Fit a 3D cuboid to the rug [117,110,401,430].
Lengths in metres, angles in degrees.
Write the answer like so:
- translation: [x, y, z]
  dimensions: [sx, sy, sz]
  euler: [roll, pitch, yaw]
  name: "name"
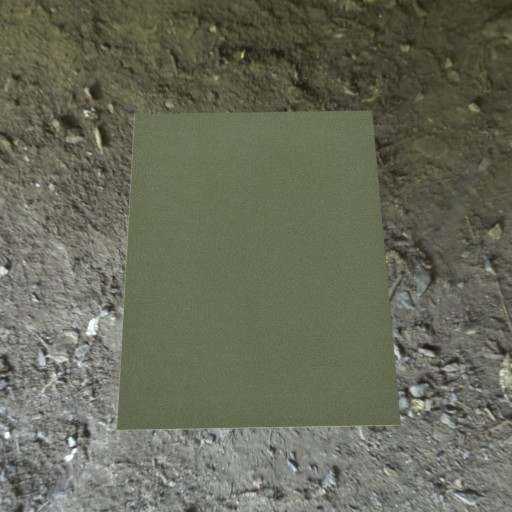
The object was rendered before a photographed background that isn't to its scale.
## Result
- translation: [0.000, 0.000, 3.543]
  dimensions: [2.073, 0.011, 2.584]
  euler: [-1, 76, 0]
  name: "rug"
